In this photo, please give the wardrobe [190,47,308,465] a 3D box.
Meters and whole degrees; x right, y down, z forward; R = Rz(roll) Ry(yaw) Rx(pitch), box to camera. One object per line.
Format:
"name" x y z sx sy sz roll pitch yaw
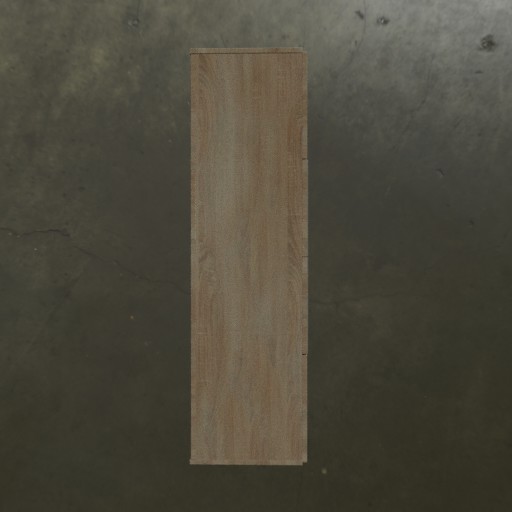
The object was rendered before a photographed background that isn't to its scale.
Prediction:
"wardrobe" 0.000 0.000 3.204 0.598 2.159 1.998 0 90 1
